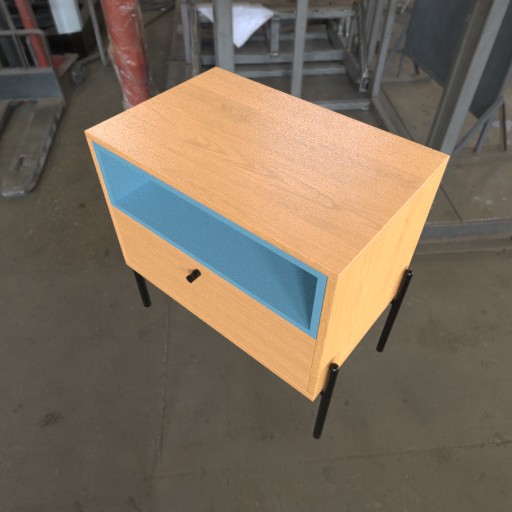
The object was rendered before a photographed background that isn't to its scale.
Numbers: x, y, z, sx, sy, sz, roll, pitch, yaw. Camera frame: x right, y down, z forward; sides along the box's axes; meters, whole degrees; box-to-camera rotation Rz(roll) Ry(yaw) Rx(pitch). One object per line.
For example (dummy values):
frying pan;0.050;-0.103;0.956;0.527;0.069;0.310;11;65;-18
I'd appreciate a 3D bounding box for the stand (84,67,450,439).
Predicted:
stand;0.000;0.000;1.045;0.630;0.600;0.400;31;54;26
